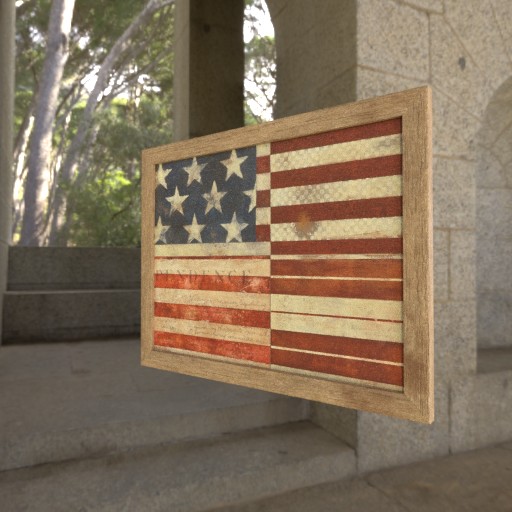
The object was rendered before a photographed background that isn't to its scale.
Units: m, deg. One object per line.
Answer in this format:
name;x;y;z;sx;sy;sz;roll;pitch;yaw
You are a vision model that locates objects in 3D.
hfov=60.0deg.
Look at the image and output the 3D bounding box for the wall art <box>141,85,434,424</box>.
wall art;0.000;0.000;0.910;0.690;0.535;0.026;-1;-1;36
